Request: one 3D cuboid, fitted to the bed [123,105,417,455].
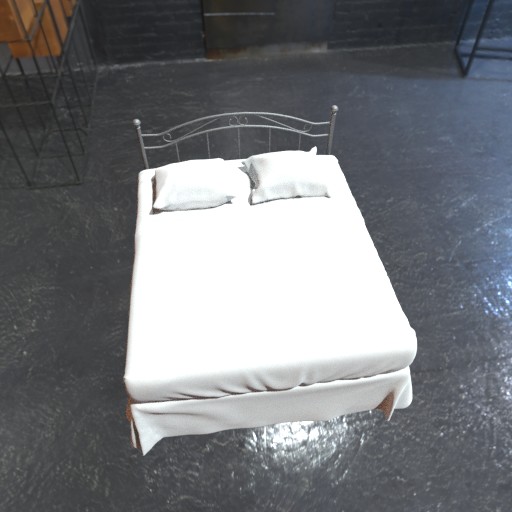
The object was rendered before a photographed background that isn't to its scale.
[{"bbox_3d":[0.000,0.000,3.201,1.936,1.080,2.215,-6,48,-5],"label":"bed"}]
